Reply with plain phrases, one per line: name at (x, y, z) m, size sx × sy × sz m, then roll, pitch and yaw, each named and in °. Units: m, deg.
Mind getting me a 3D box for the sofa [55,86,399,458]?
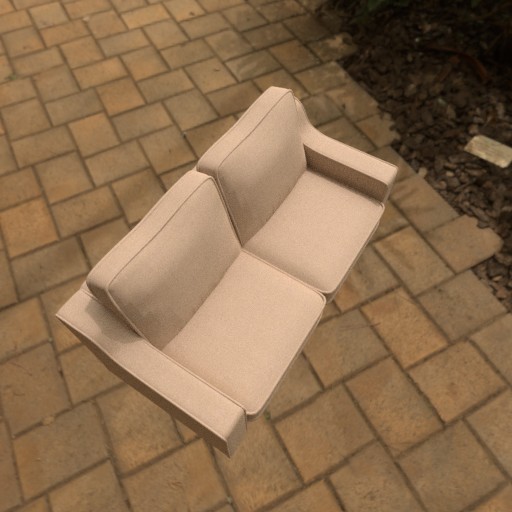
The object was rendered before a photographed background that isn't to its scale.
sofa at (0.000, 0.000, 3.540) m, size 1.351 × 1.562 × 2.587 m, roll 29°, pitch 63°, yaw 17°
